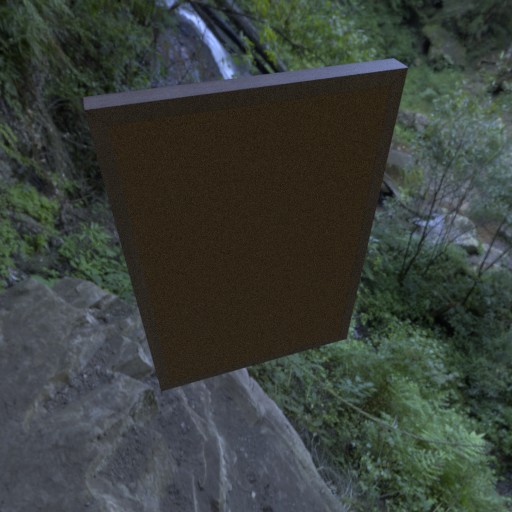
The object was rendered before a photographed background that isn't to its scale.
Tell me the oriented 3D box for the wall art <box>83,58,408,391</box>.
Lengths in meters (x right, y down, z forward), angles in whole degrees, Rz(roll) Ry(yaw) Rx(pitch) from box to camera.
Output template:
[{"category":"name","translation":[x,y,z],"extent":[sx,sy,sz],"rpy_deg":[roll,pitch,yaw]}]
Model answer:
[{"category":"wall art","translation":[0.000,0.000,0.646],"extent":[0.356,0.509,0.031],"rpy_deg":[-13,44,-13]}]
